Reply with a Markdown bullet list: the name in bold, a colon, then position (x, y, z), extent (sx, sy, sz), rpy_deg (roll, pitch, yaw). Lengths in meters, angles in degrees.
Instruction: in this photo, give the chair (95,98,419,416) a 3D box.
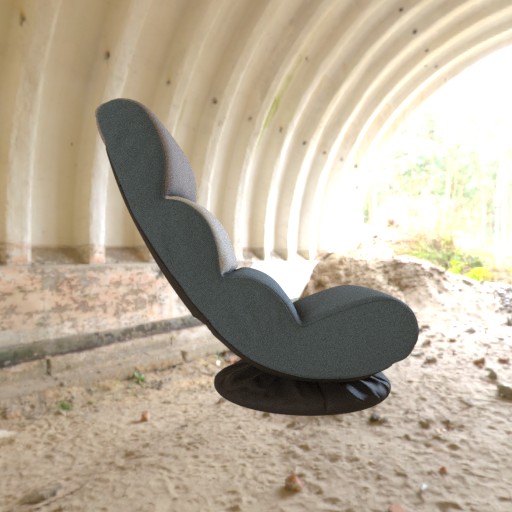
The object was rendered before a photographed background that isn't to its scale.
- **chair**: position (0.000, 0.000, 1.065), extent (0.661, 0.641, 0.420), rpy_deg (0, 0, 0)
